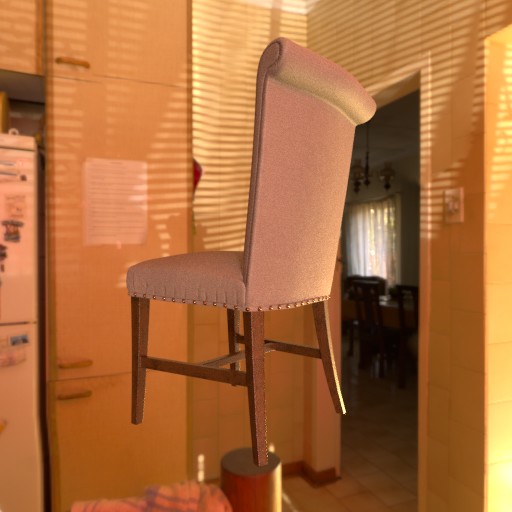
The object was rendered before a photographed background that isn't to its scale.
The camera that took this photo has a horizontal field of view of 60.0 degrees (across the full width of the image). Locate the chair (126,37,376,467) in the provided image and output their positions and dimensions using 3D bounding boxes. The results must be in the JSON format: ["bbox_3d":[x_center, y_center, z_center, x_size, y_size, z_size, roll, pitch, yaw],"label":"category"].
[{"bbox_3d":[0.000,0.000,1.335,0.608,0.988,0.513,0,1,37],"label":"chair"}]
